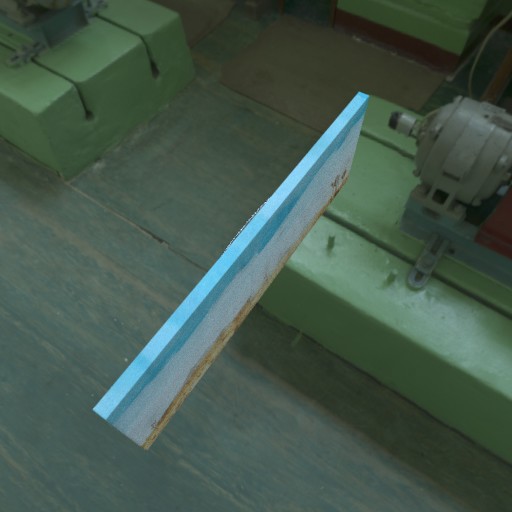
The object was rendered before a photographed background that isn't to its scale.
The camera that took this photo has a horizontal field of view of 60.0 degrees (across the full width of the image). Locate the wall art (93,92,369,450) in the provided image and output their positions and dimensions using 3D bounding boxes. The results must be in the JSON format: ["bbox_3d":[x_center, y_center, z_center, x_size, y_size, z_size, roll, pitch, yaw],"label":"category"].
[{"bbox_3d":[0.000,0.000,0.843,0.044,0.254,0.759,30,63,17],"label":"wall art"}]
